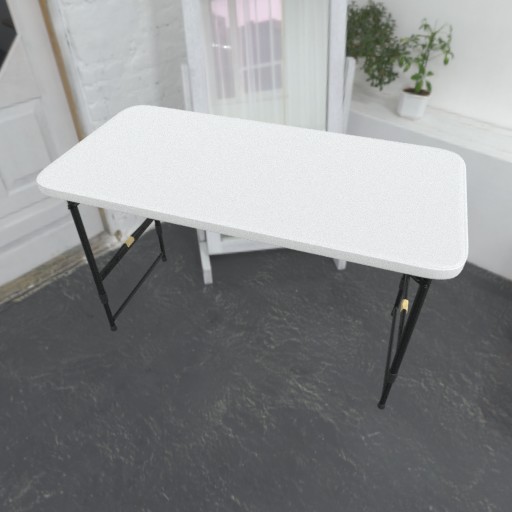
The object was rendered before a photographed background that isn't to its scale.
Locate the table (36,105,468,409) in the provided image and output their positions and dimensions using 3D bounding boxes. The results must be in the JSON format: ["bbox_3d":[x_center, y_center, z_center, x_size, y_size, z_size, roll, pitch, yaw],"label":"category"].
[{"bbox_3d":[0.000,0.000,1.602,1.219,0.737,0.610,13,43,14],"label":"table"}]
